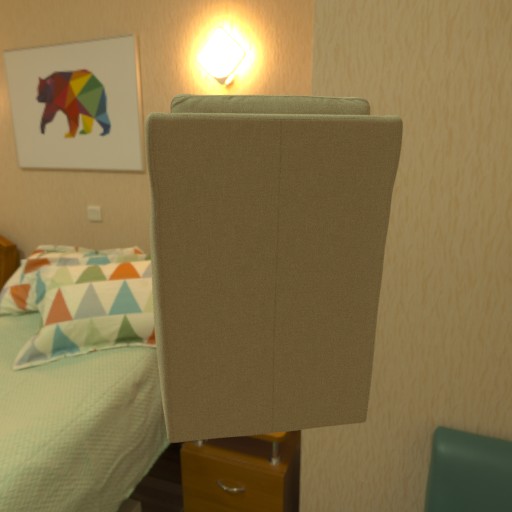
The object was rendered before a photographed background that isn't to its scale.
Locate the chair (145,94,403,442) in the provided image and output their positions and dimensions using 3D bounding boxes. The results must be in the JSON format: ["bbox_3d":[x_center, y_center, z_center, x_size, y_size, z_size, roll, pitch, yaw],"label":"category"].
[{"bbox_3d":[0.000,0.000,1.395,0.626,0.914,0.694,-2,14,-9],"label":"chair"}]
